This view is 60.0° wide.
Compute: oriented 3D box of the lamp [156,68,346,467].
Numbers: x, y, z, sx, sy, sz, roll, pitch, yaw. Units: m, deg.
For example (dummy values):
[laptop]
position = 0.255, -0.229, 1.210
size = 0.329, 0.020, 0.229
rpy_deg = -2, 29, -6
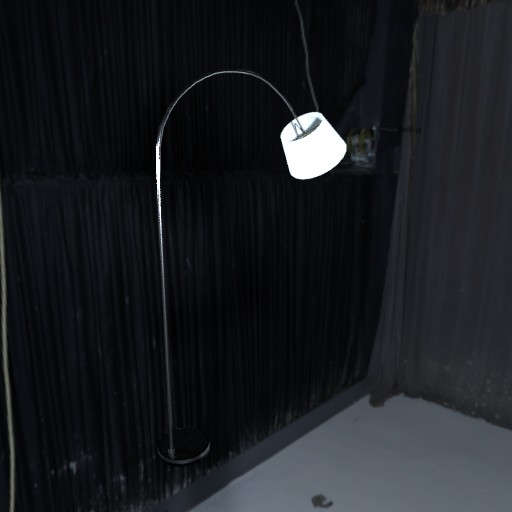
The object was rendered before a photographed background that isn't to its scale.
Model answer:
[lamp]
position = 0.000, 0.000, 2.697
size = 1.445, 2.098, 0.406
rpy_deg = -13, 19, -43
